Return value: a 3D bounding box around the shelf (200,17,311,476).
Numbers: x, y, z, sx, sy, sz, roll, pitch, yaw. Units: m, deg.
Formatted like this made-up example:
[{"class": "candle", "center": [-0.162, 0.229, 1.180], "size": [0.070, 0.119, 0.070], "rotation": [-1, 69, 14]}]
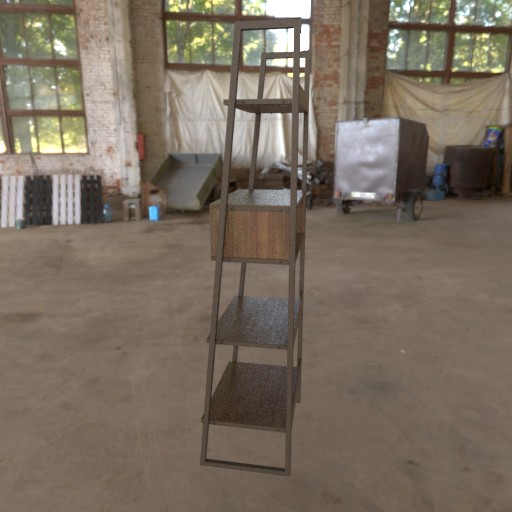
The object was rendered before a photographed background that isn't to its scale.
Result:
[{"class": "shelf", "center": [0.000, 0.000, 2.225], "size": [0.454, 2.005, 0.652], "rotation": [3, 15, 10]}]
